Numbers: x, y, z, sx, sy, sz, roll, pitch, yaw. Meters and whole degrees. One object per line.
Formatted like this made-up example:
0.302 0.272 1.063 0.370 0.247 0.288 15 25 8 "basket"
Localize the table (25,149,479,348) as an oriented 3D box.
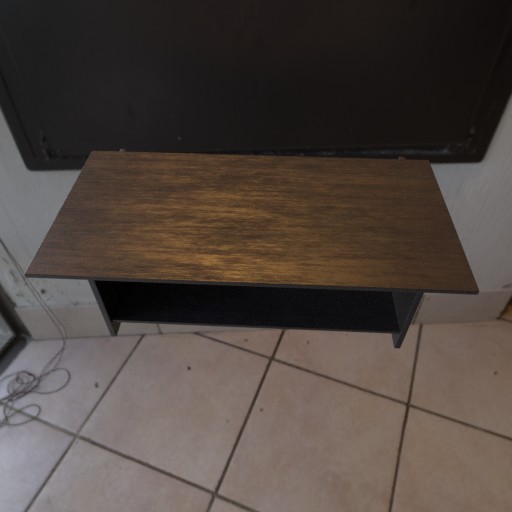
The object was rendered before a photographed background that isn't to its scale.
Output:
0.000 0.000 1.422 1.000 0.570 0.712 2 46 2 "table"
